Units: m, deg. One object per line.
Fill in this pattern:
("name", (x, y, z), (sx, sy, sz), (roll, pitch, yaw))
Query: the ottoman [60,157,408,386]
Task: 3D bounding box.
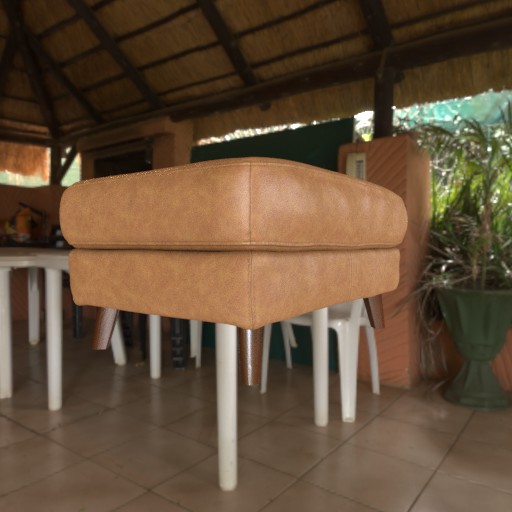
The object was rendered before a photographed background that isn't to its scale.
("ottoman", (0.000, 0.000, 1.257), (0.630, 0.461, 0.869), (1, 2, 36))
